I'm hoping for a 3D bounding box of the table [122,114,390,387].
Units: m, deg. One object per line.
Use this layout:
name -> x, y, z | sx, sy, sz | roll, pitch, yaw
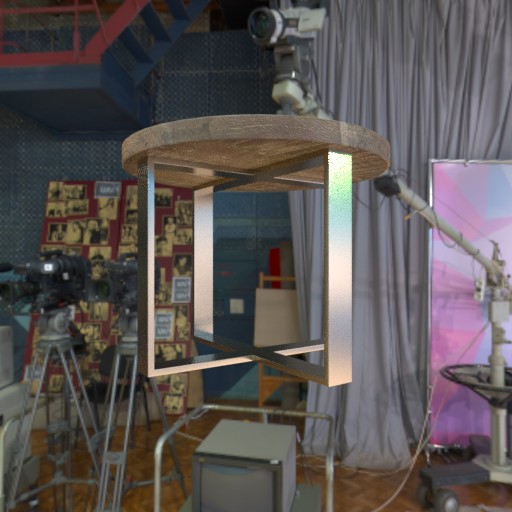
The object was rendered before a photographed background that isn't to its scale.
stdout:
table -> 0.000, 0.000, 0.963 | 0.557, 0.437, 0.557 | 0, 0, 0
